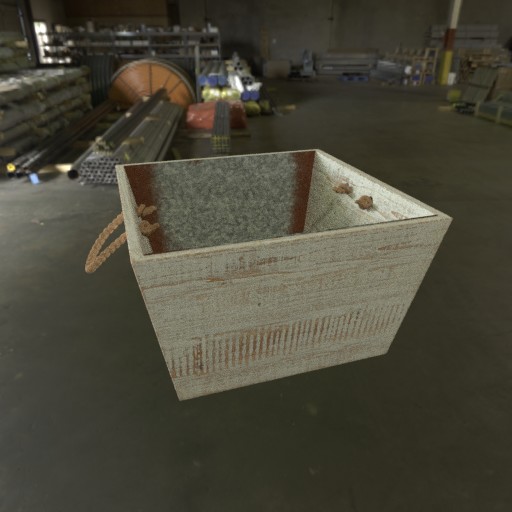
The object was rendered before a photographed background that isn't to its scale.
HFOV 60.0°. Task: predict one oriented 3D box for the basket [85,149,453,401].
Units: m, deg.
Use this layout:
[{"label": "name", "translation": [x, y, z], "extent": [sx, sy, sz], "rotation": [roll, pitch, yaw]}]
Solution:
[{"label": "basket", "translation": [0.000, 0.000, 0.758], "extent": [0.545, 0.247, 0.413], "rotation": [-8, 28, -16]}]
